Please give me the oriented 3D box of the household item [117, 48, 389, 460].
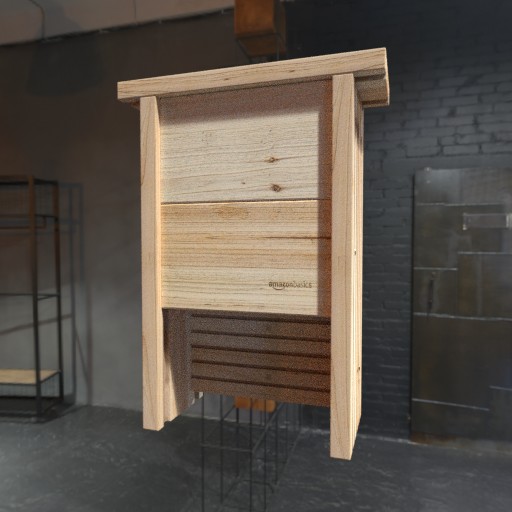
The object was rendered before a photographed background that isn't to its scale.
[{"bbox_3d":[0.000,0.000,0.536,0.301,0.407,0.123,1,2,18],"label":"household item"}]
